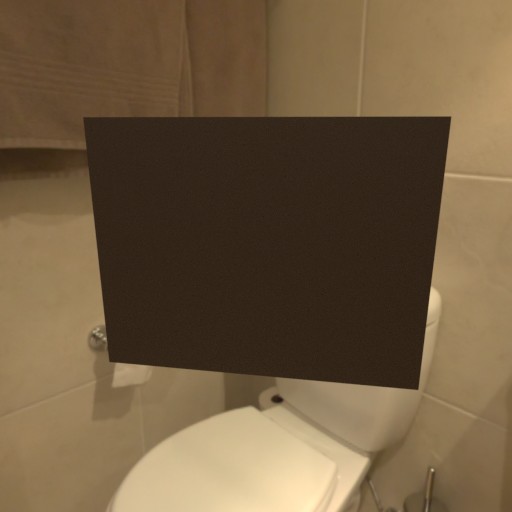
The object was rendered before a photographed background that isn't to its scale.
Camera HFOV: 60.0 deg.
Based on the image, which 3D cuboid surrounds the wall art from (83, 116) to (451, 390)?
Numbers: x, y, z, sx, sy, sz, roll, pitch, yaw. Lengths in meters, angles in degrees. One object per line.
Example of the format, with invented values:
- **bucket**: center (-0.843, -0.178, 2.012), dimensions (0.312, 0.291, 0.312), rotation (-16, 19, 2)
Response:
- **wall art**: center (0.000, 0.000, 1.591), dimensions (1.207, 0.952, 0.034), rotation (3, 17, 9)
